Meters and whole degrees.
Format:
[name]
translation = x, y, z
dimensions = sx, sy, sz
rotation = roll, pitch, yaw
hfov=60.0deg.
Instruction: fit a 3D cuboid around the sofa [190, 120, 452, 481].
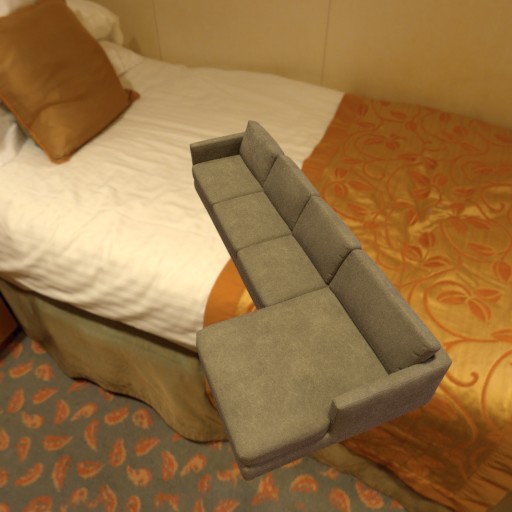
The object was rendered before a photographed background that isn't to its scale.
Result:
[sofa]
translation = 0.000, 0.000, 4.151
dimensions = 1.604, 0.950, 3.471
rotation = -16, 48, -15
